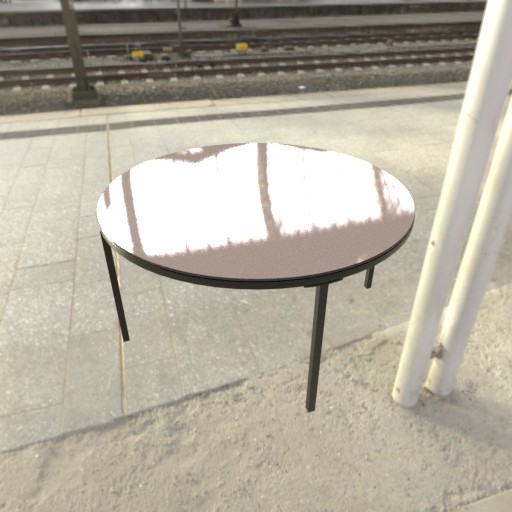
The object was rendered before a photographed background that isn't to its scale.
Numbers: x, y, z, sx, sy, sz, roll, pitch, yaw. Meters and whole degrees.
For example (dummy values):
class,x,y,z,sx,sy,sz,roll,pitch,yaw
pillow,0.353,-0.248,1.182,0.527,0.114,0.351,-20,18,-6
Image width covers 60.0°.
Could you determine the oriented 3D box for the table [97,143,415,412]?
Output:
class,x,y,z,sx,sy,sz,roll,pitch,yaw
table,0.000,0.000,1.266,0.800,0.400,0.800,0,32,0
